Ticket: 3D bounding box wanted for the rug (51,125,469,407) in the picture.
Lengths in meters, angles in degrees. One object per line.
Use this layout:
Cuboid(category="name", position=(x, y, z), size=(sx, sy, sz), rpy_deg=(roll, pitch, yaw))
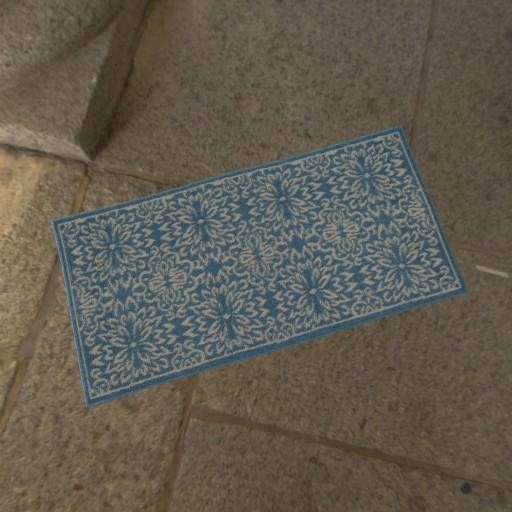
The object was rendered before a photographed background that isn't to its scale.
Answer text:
Cuboid(category="rug", position=(0.000, 0.000, 1.417), size=(1.219, 0.007, 0.604), rpy_deg=(-16, 77, -4))
